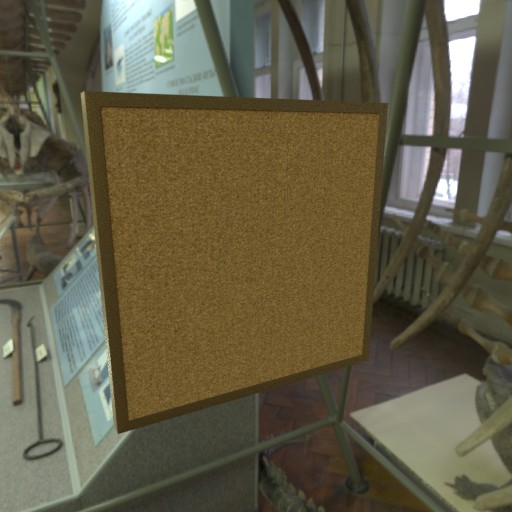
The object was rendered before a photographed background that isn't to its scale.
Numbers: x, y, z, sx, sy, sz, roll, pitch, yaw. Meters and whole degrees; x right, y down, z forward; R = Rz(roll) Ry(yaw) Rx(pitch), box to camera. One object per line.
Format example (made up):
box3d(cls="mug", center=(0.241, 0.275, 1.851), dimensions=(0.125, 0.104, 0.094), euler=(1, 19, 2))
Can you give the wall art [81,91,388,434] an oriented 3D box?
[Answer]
box3d(cls="wall art", center=(0.000, 0.000, 0.759), dimensions=(0.510, 0.509, 0.037), euler=(-8, 17, -26))
